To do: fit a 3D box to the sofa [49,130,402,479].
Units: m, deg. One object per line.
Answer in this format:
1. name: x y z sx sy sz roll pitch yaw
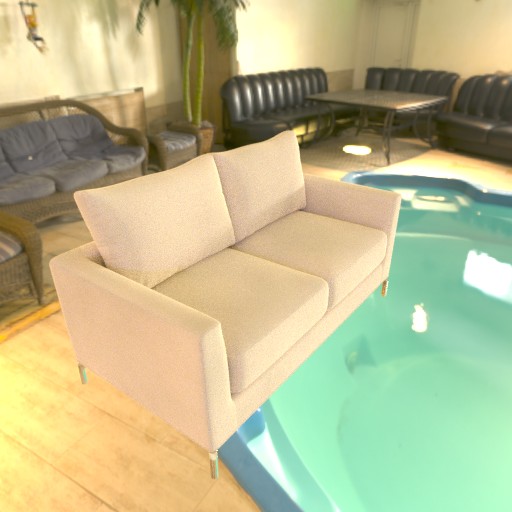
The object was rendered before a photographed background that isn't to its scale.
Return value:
1. sofa: 0.000 0.000 2.327 0.906 0.995 1.739 19 32 32
